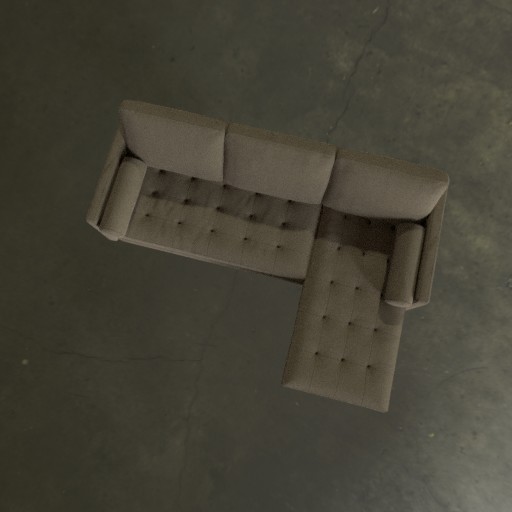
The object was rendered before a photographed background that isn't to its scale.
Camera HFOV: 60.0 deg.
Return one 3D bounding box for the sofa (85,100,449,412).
[{"bbox_3d":[0.000,0.000,2.876,2.178,0.875,1.506,14,78,3],"label":"sofa"}]
